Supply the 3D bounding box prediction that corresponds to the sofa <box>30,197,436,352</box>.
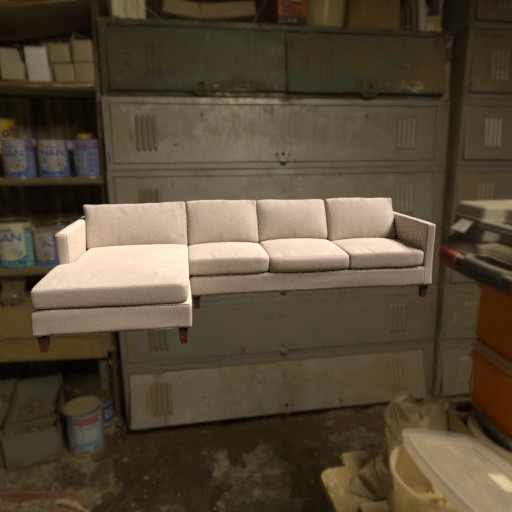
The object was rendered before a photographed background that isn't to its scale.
[{"bbox_3d":[0.000,0.000,3.809,3.186,0.846,1.625,-2,13,-9],"label":"sofa"}]
